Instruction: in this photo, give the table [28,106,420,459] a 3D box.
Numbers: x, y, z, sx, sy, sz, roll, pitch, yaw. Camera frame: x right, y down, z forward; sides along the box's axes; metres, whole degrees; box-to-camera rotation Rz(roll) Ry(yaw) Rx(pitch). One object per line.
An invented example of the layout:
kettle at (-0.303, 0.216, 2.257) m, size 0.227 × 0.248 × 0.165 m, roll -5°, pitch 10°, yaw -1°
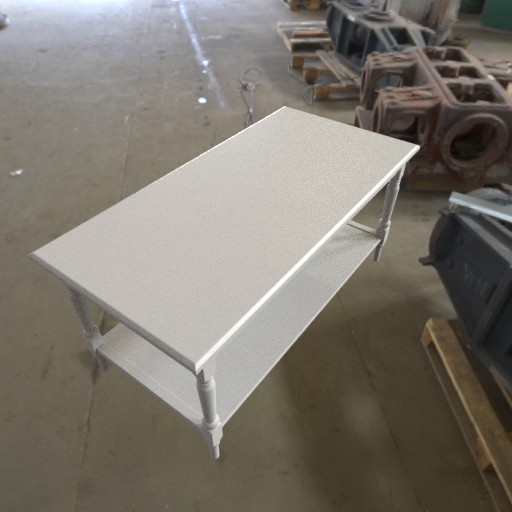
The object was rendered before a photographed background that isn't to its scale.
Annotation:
table at (0.000, 0.000, 1.445) m, size 0.551 × 0.506 × 1.109 m, roll 26°, pitch 48°, yaw 27°
